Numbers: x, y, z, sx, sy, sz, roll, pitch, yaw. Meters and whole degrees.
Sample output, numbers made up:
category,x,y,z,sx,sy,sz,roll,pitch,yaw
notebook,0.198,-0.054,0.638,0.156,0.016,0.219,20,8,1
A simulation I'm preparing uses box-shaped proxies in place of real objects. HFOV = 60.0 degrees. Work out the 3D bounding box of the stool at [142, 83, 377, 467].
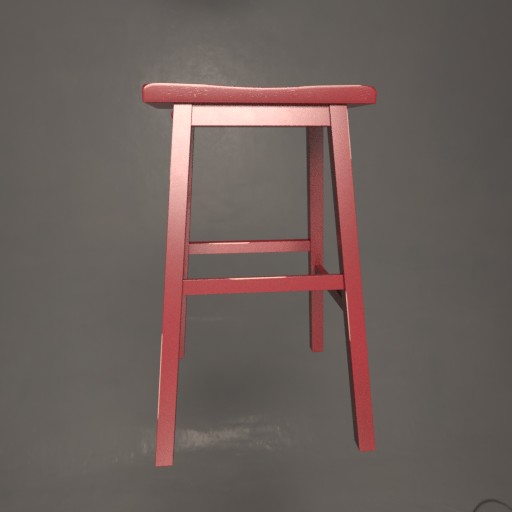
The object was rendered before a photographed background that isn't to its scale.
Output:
category,x,y,z,sx,sy,sz,roll,pitch,yaw
stool,0.000,0.000,1.043,0.457,0.737,0.476,-2,16,-6
